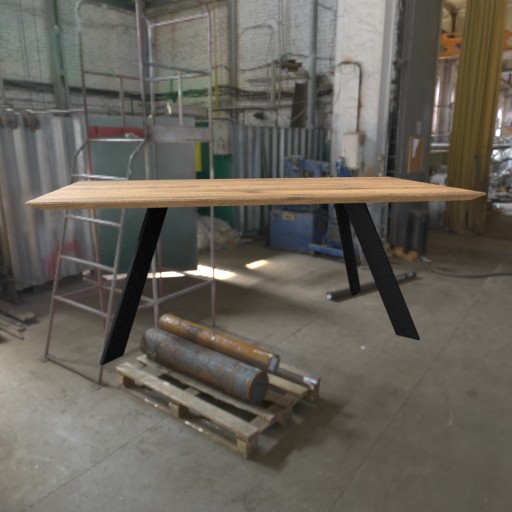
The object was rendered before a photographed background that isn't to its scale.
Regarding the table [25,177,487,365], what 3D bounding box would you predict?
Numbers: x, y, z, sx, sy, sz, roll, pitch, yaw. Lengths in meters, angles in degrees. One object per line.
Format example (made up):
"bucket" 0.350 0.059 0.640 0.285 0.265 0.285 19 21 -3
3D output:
"table" 0.000 0.000 2.465 2.000 0.770 1.000 -2 15 -9
